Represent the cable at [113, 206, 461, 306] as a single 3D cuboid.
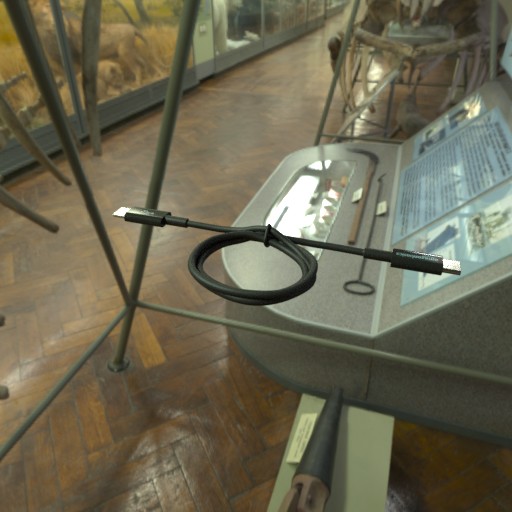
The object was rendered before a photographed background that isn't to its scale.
[{"bbox_3d":[0.000,0.000,0.231,0.203,0.014,0.070,10,34,15],"label":"cable"}]
